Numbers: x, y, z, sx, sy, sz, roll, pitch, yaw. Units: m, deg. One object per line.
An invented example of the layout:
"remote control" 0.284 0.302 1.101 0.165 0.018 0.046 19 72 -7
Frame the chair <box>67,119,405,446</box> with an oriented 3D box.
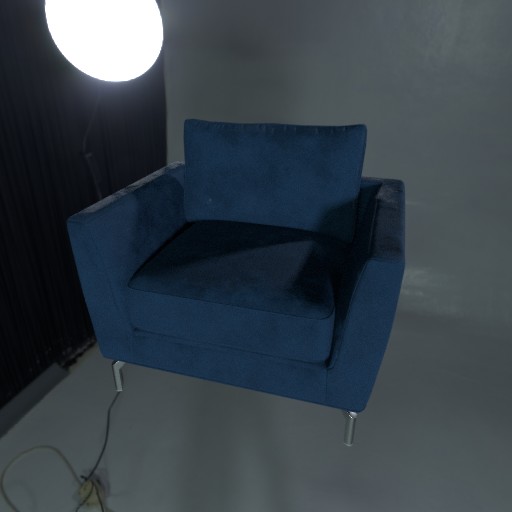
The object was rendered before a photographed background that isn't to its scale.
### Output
"chair" 0.000 0.000 1.602 0.977 0.893 0.746 8 27 15
